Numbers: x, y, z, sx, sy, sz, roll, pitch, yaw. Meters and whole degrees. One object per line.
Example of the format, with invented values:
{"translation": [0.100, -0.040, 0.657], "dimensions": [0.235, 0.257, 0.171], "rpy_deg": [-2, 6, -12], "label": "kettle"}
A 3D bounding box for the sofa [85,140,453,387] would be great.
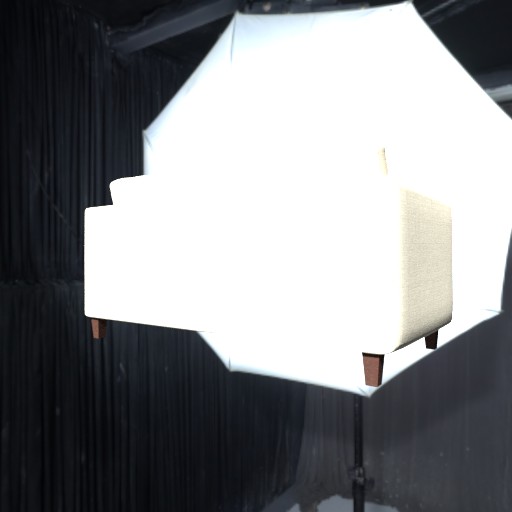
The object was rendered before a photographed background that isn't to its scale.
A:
{"translation": [0.000, 0.000, 2.462], "dimensions": [1.884, 0.963, 0.950], "rpy_deg": [0, 0, 36], "label": "sofa"}
